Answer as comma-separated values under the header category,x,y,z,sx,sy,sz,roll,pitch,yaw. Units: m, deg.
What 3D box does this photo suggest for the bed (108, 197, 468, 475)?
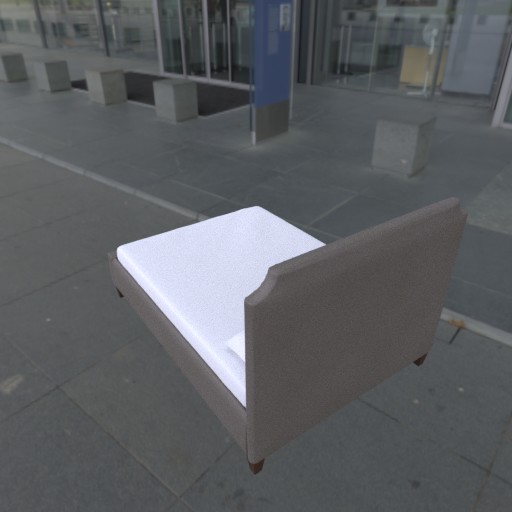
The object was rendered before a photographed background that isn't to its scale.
category,x,y,z,sx,sy,sz,roll,pitch,yaw
bed,0.000,0.000,3.519,1.712,1.443,2.372,-20,36,-30
